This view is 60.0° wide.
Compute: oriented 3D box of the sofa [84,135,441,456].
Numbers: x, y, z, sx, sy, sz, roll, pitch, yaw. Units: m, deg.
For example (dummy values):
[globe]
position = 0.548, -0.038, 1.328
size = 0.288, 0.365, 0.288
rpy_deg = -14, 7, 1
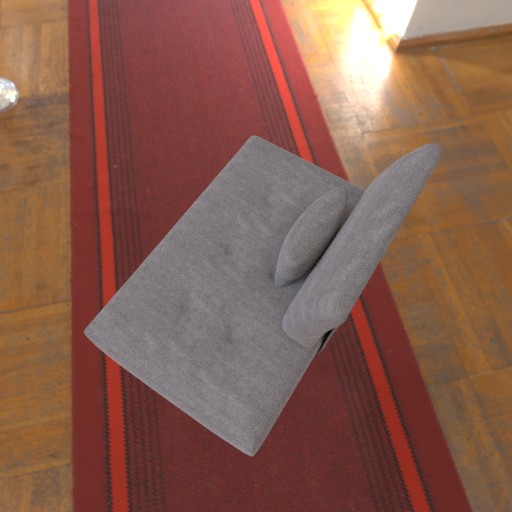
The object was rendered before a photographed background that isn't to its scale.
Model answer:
[sofa]
position = 0.000, 0.000, 2.065
size = 1.002, 0.820, 1.450
rpy_deg = 30, 67, 15
